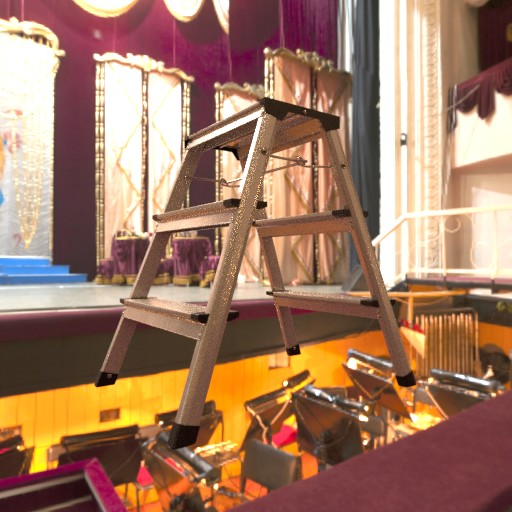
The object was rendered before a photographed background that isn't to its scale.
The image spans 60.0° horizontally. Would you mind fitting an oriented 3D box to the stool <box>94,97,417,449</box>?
[{"bbox_3d":[0.000,0.000,1.041,0.622,0.605,0.437,0,-1,-35],"label":"stool"}]
